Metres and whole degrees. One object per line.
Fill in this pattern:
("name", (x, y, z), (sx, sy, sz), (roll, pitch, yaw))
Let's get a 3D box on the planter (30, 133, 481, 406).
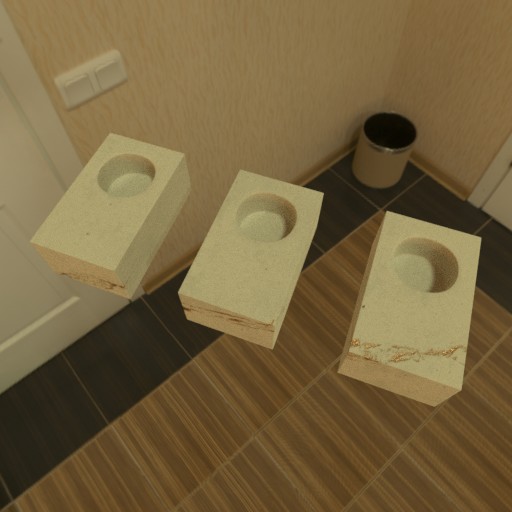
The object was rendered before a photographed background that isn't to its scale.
("planter", (0.000, 0.000, 0.371), (0.333, 0.051, 0.127), (18, 61, 10))
